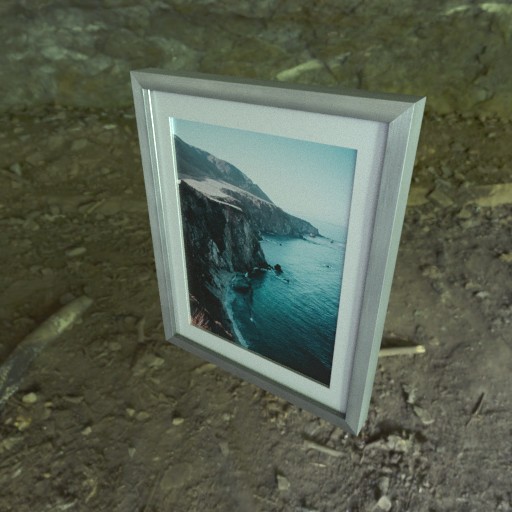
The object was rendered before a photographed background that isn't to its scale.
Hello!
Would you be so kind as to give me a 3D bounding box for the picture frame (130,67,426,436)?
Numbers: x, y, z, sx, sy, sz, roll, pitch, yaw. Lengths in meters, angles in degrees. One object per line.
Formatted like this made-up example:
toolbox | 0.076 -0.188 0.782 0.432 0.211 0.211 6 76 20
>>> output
picture frame | 0.000 0.000 0.750 0.449 0.555 0.046 18 35 29
